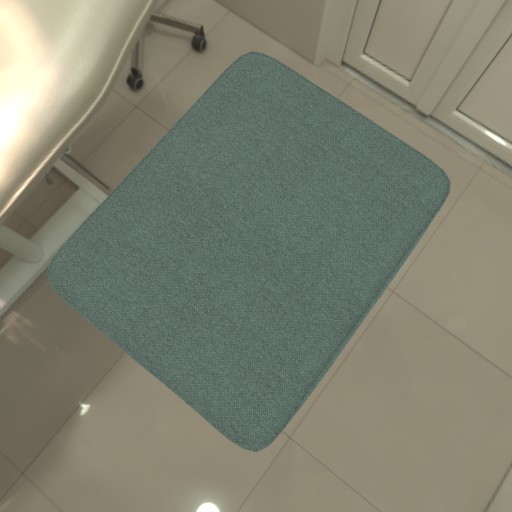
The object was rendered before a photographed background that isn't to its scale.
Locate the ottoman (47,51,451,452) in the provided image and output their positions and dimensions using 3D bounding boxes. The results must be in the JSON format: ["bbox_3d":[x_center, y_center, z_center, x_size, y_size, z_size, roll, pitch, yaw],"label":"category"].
[{"bbox_3d":[0.000,0.000,1.113,0.589,0.537,0.738,37,78,9],"label":"ottoman"}]
